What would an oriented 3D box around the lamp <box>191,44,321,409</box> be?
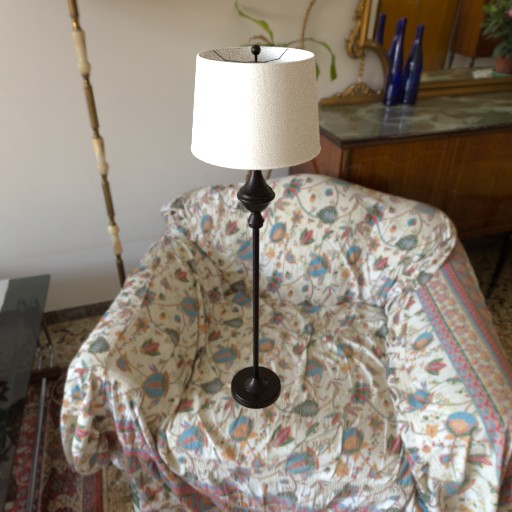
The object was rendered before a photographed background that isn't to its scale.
[{"bbox_3d":[0.000,0.000,1.712,0.431,1.484,0.431,0,32,0],"label":"lamp"}]
